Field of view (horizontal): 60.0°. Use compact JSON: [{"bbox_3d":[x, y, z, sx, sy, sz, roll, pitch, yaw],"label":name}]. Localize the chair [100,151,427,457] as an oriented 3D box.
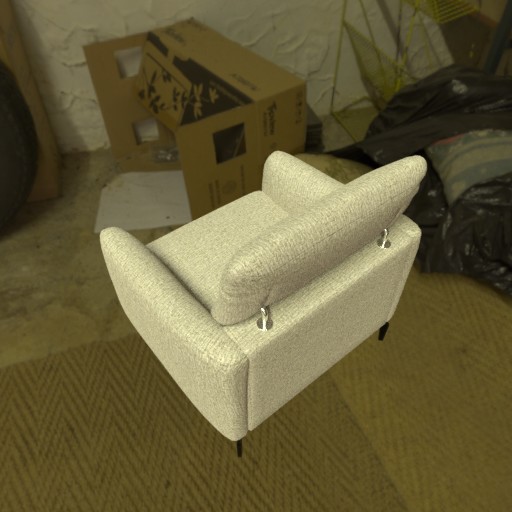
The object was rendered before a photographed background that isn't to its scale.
[{"bbox_3d":[0.000,0.000,1.716,0.972,0.967,0.835,-30,52,-26],"label":"chair"}]
